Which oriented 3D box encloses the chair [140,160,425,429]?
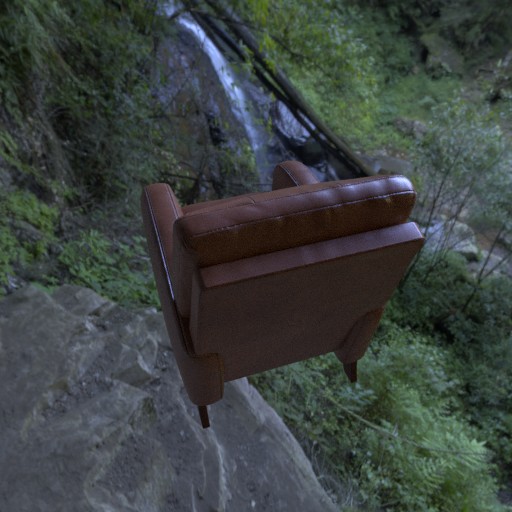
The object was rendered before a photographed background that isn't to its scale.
[{"bbox_3d":[0.000,0.000,1.677,0.762,0.990,0.990,-12,43,-14],"label":"chair"}]
